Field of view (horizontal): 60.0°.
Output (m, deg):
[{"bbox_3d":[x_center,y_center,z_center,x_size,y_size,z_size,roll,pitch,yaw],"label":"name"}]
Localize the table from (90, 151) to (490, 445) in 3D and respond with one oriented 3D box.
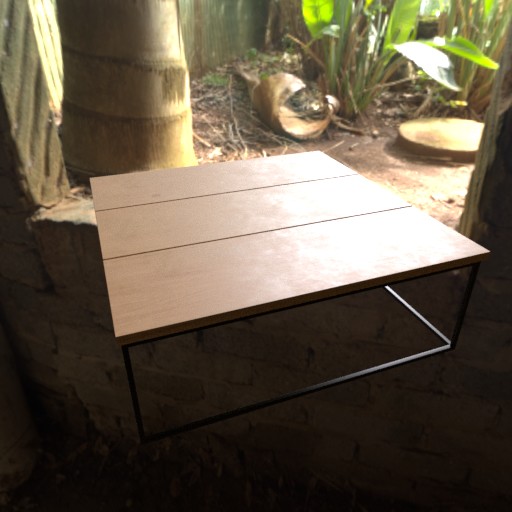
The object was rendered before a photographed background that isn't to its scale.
[{"bbox_3d":[0.000,0.000,1.716,1.100,0.400,1.100,-11,32,-18],"label":"table"}]
